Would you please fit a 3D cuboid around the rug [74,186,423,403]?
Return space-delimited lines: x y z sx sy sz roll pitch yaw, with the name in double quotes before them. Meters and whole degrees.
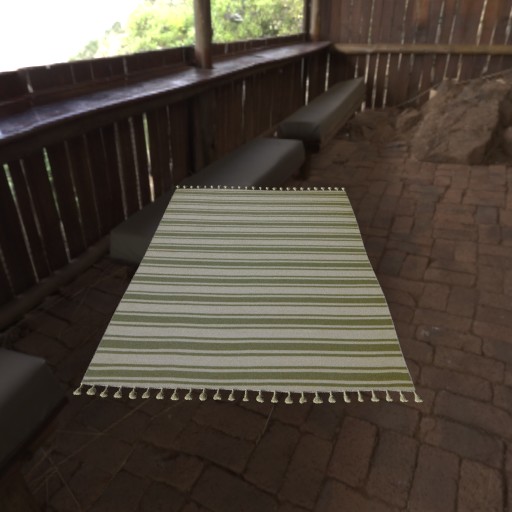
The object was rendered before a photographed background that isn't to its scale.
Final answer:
"rug" 0.000 0.000 2.261 1.162 0.013 1.875 1 31 2
